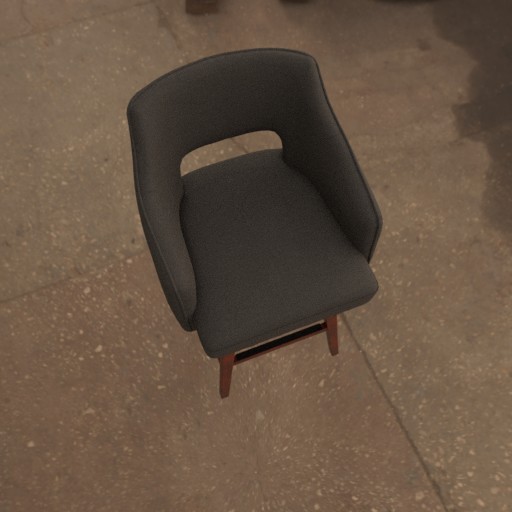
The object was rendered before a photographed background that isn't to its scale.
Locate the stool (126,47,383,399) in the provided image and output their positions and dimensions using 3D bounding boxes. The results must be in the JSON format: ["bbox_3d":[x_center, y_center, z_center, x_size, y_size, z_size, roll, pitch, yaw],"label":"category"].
[{"bbox_3d":[0.000,0.000,1.323,0.548,1.012,0.558,-19,65,-9],"label":"stool"}]
